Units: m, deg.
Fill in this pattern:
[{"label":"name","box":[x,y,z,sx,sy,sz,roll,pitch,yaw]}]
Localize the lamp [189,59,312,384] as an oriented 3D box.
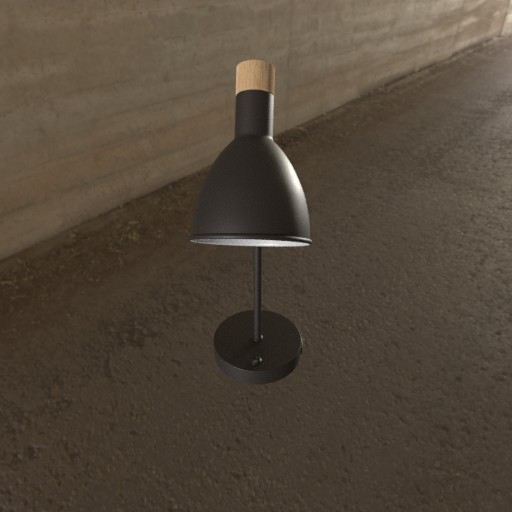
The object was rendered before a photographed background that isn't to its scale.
[{"label":"lamp","box":[0.000,0.000,0.587,0.152,0.483,0.287,2,33,3]}]
